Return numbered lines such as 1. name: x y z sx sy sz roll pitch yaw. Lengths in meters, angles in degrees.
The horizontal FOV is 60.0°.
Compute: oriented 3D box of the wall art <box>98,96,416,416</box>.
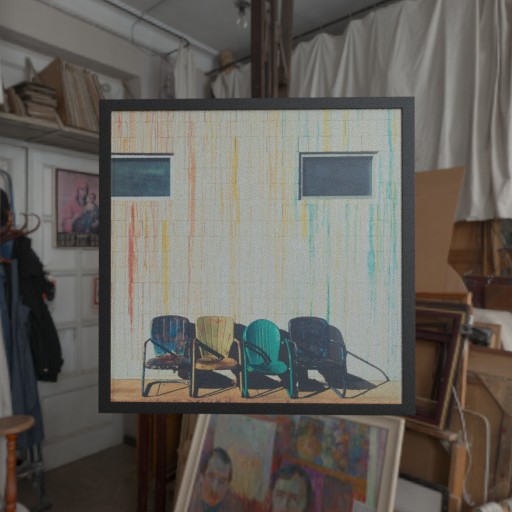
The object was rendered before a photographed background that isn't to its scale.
1. wall art: 0.000 0.000 0.443 0.304 0.304 0.038 0 0 1
